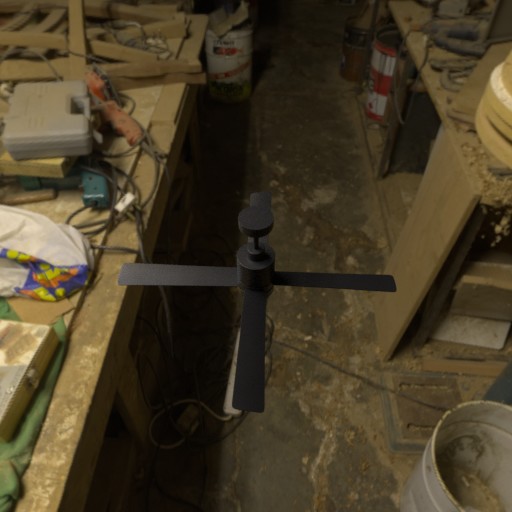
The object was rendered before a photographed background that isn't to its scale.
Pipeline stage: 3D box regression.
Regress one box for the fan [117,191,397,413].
[{"bbox_3d":[0.000,0.000,2.322,1.525,0.534,1.525,2,46,2],"label":"fan"}]
